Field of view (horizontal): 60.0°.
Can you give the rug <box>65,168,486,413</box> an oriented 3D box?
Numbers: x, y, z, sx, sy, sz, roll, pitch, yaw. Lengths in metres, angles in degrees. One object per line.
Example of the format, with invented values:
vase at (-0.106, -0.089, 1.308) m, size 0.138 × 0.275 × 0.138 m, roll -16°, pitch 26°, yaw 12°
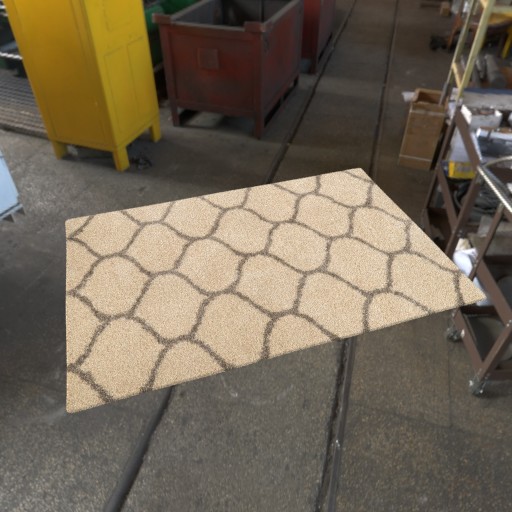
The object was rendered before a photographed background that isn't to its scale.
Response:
rug at (0.000, 0.000, 3.310) m, size 2.701 × 0.026 × 1.801 m, roll -12°, pitch 43°, yaw -13°
